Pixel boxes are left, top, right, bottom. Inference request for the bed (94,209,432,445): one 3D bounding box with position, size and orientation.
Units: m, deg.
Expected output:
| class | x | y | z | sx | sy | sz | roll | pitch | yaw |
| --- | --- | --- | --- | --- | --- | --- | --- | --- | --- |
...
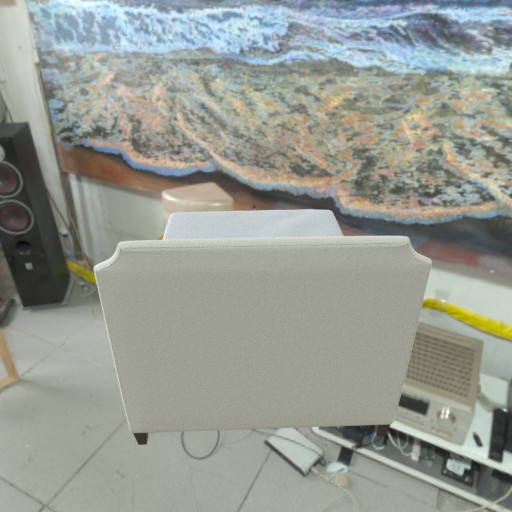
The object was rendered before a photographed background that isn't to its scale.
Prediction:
| class | x | y | z | sx | sy | sz | roll | pitch | yaw |
| --- | --- | --- | --- | --- | --- | --- | --- | --- | --- |
| bed | 0.000 | 0.000 | 3.517 | 1.712 | 1.497 | 2.372 | -1 | 30 | -2 |
